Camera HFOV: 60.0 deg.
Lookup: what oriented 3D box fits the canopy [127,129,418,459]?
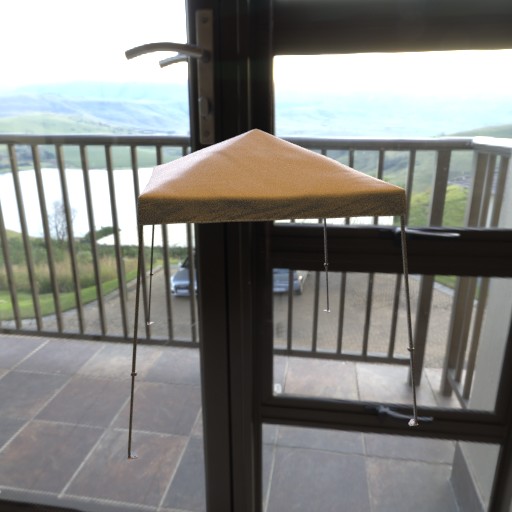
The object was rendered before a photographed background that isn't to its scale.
[{"bbox_3d":[0.000,0.000,5.168,2.848,2.849,2.849,-3,18,-9],"label":"canopy"}]
